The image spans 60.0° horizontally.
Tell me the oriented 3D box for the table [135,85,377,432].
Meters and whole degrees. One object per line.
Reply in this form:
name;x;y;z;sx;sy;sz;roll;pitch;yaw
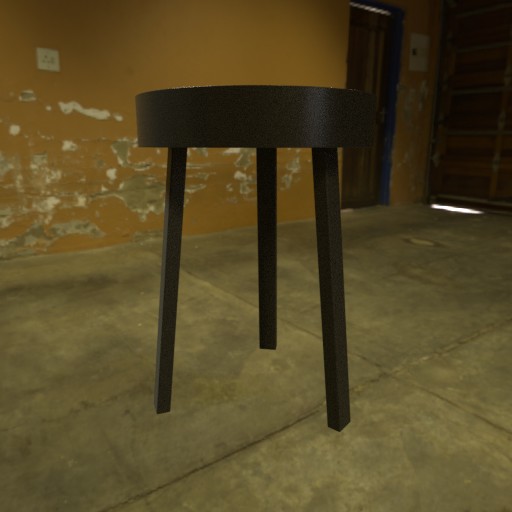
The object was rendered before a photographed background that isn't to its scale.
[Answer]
table;0.000;0.000;0.838;0.406;0.559;0.406;0;14;0
